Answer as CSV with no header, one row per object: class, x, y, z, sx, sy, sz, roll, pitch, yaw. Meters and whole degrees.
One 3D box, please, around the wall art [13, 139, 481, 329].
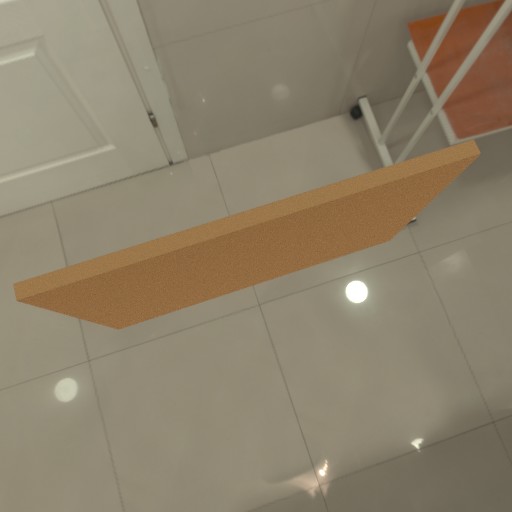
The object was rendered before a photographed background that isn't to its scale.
wall art,0.000,0.000,1.128,0.915,0.608,0.033,-18,76,-4
